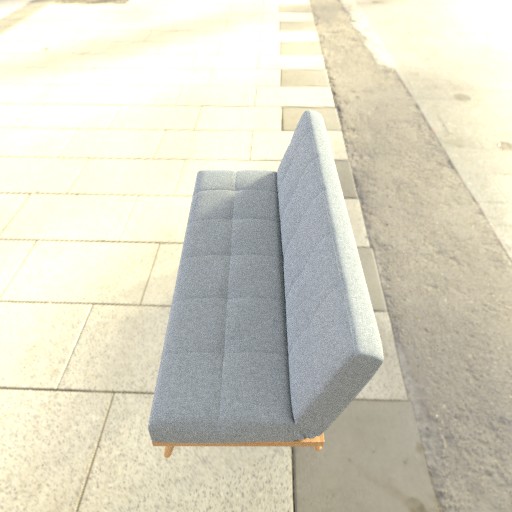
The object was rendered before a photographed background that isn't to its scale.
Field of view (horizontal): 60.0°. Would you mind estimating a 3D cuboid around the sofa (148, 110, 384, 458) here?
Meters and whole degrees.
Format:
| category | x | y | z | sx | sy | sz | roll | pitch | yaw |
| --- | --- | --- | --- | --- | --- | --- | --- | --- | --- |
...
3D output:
| category | x | y | z | sx | sy | sz | roll | pitch | yaw |
| --- | --- | --- | --- | --- | --- | --- | --- | --- | --- |
| sofa | 0.000 | 0.000 | 2.258 | 0.800 | 0.800 | 1.820 | 0 | 41 | 0 |
